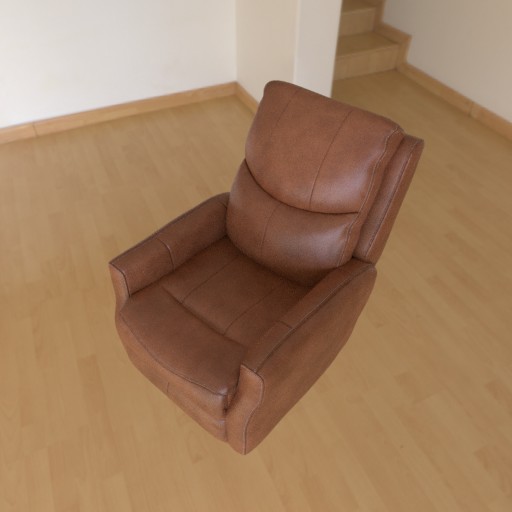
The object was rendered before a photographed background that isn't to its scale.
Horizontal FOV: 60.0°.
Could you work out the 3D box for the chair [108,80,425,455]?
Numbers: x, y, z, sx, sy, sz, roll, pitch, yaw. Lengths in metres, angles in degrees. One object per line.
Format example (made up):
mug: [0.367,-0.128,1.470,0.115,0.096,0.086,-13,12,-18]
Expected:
chair: [0.000,0.000,1.740,0.821,1.016,1.072,31,53,27]
